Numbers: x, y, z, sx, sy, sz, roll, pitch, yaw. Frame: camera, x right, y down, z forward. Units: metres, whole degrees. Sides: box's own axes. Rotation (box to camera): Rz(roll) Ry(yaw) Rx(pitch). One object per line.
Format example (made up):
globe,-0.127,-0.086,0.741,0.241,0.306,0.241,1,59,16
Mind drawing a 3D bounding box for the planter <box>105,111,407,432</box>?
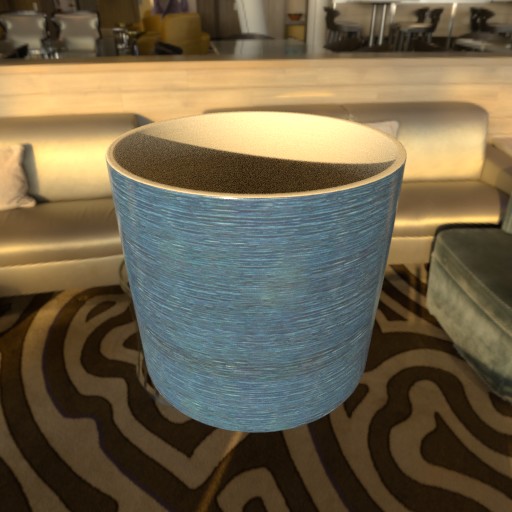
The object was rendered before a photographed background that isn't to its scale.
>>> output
planter,0.000,0.000,0.389,0.221,0.201,0.221,0,30,0
